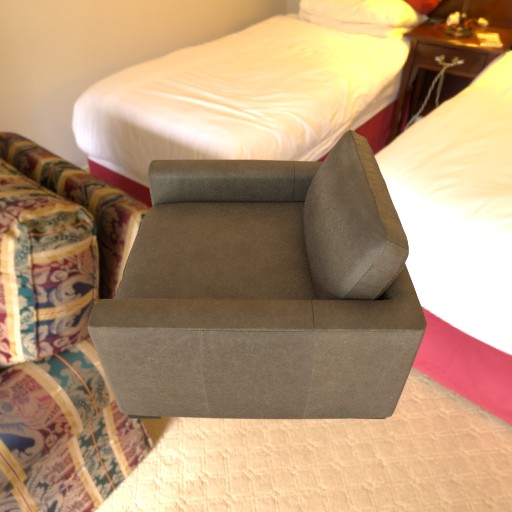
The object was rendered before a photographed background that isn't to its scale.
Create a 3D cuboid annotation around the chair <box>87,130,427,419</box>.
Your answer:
[{"bbox_3d":[0.000,0.000,1.862,1.080,0.807,1.106,0,41,1],"label":"chair"}]
